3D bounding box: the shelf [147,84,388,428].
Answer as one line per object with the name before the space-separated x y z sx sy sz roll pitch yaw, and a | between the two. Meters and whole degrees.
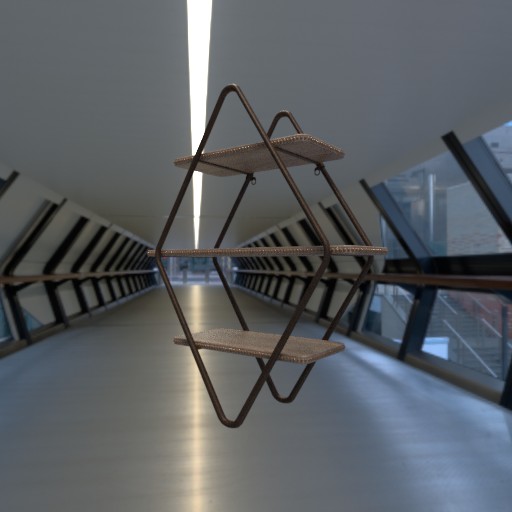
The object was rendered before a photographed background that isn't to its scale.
shelf | 0.000 0.000 1.093 0.609 0.774 0.234 -1 -1 37
